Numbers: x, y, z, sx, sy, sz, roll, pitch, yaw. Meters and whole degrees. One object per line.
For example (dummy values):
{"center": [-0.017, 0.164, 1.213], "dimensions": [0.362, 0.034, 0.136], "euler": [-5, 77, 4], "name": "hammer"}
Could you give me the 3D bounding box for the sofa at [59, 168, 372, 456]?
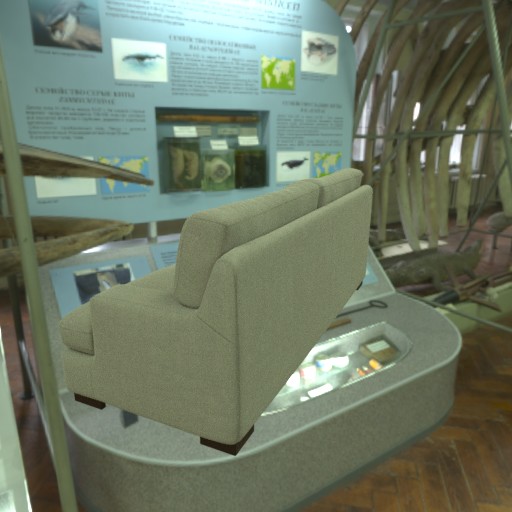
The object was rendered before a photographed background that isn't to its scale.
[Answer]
{"center": [0.000, 0.000, 2.810], "dimensions": [0.962, 0.980, 2.354], "euler": [7, 18, 25], "name": "sofa"}
